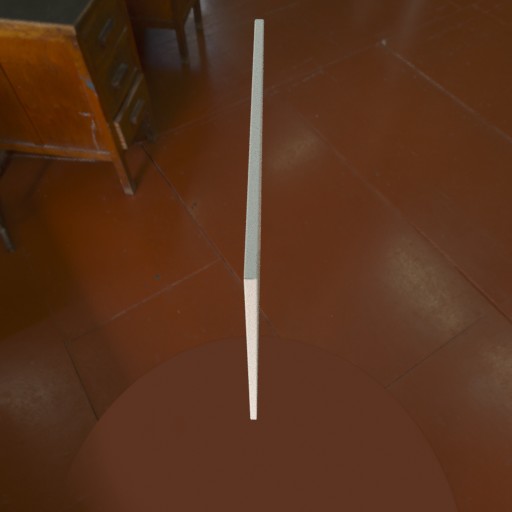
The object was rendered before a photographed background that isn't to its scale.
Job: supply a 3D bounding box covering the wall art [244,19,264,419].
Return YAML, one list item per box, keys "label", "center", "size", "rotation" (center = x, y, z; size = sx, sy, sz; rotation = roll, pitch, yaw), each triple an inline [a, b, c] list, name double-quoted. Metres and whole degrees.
- label: "wall art"
  center: [0.000, 0.000, 0.684]
  size: [0.012, 0.529, 0.374]
  rotation: [1, 58, 1]
